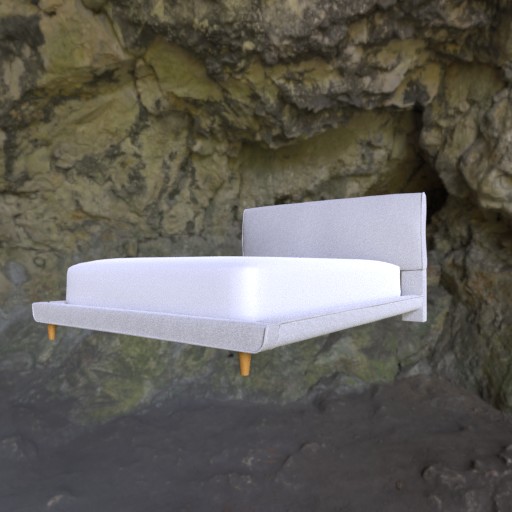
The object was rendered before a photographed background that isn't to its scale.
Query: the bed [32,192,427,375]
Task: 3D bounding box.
[{"bbox_3d":[0.000,0.000,3.261,1.840,1.067,2.368,-1,-2,36],"label":"bed"}]
